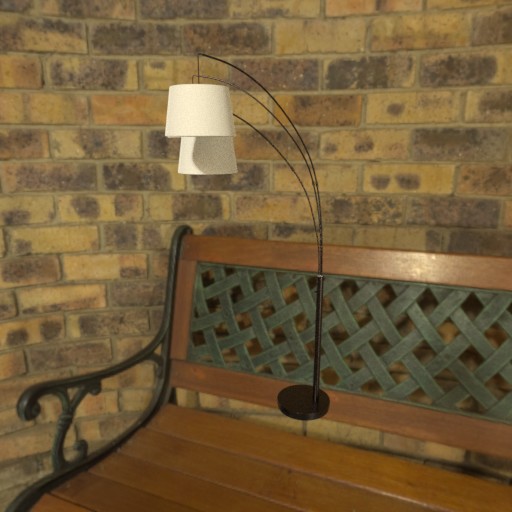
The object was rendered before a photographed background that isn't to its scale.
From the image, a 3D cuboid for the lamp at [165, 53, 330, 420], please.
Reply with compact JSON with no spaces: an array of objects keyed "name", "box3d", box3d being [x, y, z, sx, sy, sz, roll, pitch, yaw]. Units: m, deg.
[{"name":"lamp","box3d":[0.000,0.000,2.458,0.924,1.950,0.951,-2,15,-9]}]
